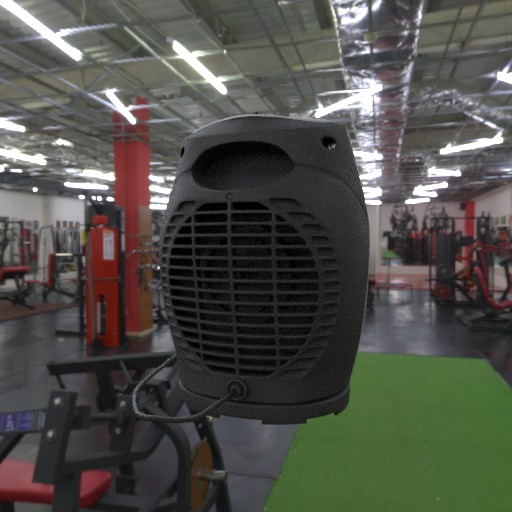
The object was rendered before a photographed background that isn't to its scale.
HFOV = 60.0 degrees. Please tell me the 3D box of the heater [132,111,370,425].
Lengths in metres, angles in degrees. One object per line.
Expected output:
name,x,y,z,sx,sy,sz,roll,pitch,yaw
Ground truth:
heater,0.000,0.000,0.466,0.239,0.255,0.291,1,2,18
